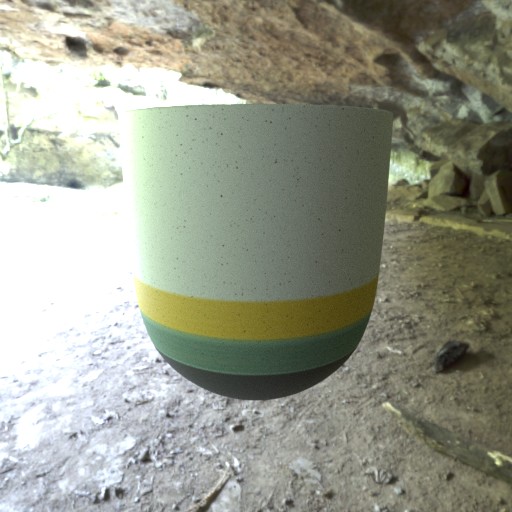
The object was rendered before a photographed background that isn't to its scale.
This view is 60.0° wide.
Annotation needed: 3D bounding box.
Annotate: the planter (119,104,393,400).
[{"bbox_3d":[0.000,0.000,0.353,0.195,0.214,0.195,0,14,0],"label":"planter"}]
